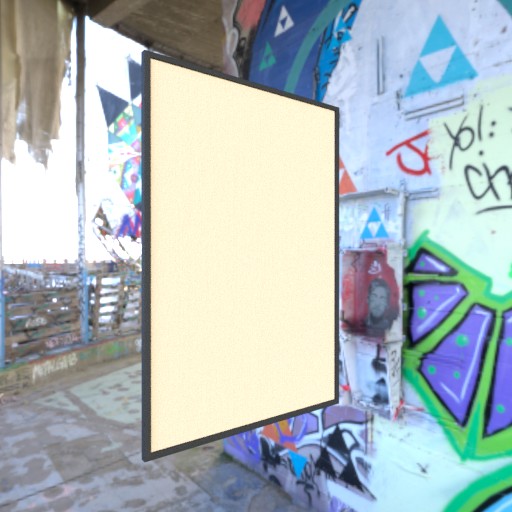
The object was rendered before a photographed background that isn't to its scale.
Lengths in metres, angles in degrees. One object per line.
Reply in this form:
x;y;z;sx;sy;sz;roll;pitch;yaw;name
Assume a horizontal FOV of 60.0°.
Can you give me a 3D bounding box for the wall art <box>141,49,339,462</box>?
0.000;0.000;0.854;0.460;0.660;0.013;0;0;-38;wall art
